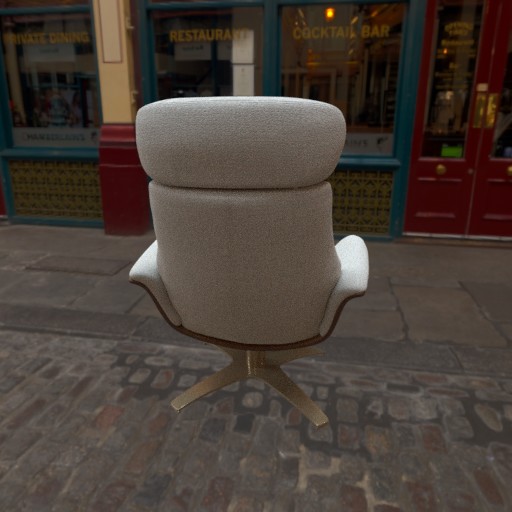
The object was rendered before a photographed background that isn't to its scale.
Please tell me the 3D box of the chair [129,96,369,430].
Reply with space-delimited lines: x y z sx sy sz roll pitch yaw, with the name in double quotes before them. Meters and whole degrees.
"chair" 0.000 0.000 1.539 0.785 0.995 0.837 3 16 9
